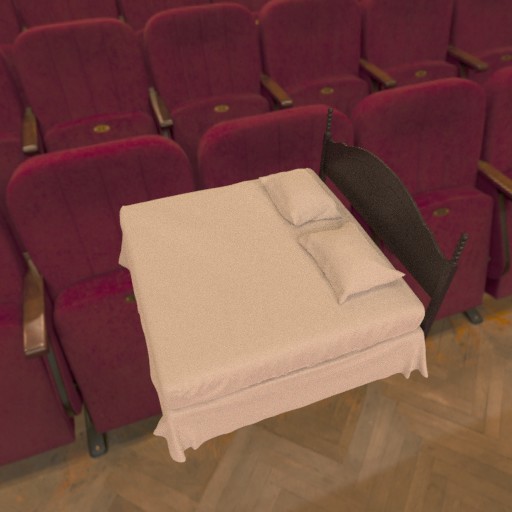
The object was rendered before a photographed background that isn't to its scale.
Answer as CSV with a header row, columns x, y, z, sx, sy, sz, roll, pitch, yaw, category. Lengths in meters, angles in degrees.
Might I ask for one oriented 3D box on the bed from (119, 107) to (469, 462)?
x,y,z,sx,sy,sz,roll,pitch,yaw,category
0.000,0.000,3.626,2.219,1.355,2.322,-14,46,-14,bed
